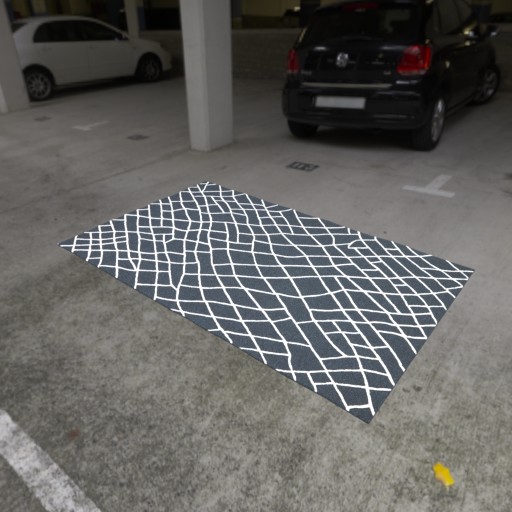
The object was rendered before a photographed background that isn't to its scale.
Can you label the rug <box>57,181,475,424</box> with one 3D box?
[{"bbox_3d":[0.000,0.000,3.037,2.448,0.017,1.529,23,38,32],"label":"rug"}]
